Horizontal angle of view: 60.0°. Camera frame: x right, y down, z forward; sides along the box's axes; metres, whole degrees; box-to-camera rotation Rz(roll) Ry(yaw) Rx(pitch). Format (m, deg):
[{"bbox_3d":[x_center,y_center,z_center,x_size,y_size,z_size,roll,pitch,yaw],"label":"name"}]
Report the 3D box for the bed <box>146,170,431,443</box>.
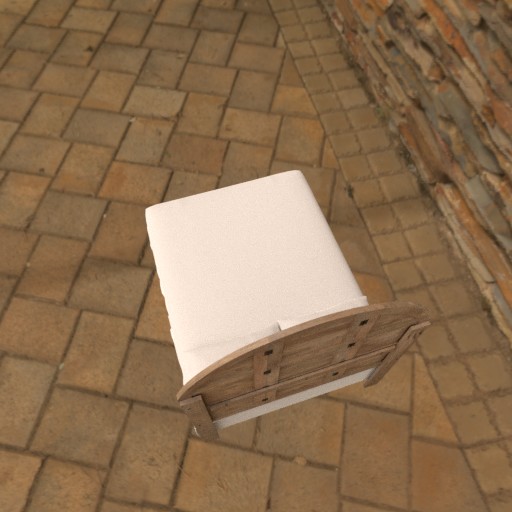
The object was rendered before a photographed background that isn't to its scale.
[{"bbox_3d":[0.000,0.000,3.528,1.713,2.002,2.112,-16,61,-9],"label":"bed"}]
